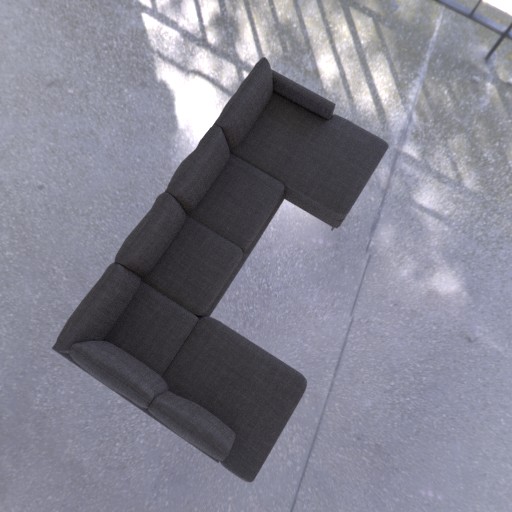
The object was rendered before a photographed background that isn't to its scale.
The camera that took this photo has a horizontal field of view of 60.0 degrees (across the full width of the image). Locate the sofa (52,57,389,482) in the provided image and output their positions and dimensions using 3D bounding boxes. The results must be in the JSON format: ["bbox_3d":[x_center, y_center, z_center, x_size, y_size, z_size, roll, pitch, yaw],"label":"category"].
[{"bbox_3d":[0.000,0.000,4.221,2.048,0.999,3.423,31,78,7],"label":"sofa"}]
